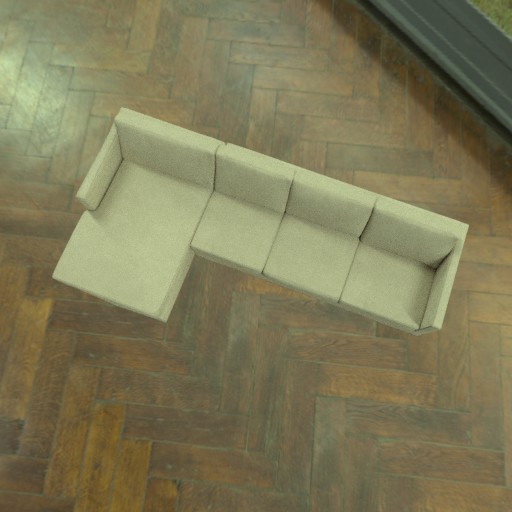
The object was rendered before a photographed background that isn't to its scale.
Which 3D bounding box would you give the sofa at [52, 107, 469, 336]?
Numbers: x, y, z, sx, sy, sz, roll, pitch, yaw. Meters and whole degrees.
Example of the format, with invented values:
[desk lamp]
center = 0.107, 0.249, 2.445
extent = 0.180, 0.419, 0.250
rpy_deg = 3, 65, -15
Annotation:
[sofa]
center = 0.000, 0.000, 3.852
extent = 3.186, 0.846, 1.625
rpy_deg = 20, 76, 5
